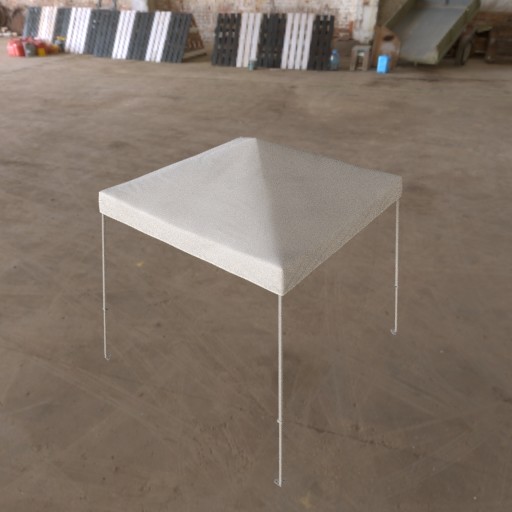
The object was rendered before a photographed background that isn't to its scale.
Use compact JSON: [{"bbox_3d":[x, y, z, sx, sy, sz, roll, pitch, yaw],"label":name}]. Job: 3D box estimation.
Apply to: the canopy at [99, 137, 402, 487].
[{"bbox_3d":[0.000,0.000,5.283,2.848,2.849,2.849,23,39,31],"label":"canopy"}]
